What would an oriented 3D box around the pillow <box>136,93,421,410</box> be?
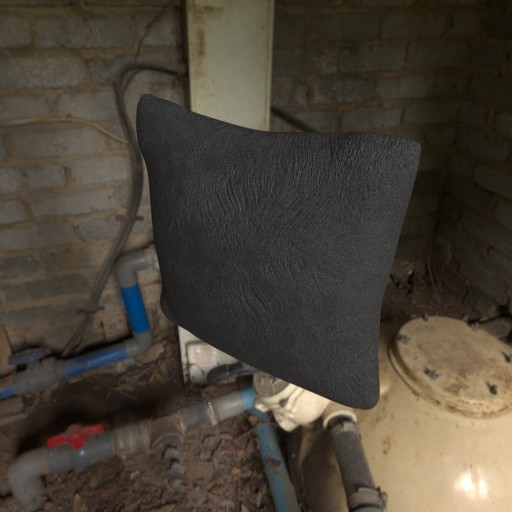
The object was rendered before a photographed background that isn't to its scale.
[{"bbox_3d":[0.000,0.000,0.819,0.533,0.523,0.210,18,35,28],"label":"pillow"}]
